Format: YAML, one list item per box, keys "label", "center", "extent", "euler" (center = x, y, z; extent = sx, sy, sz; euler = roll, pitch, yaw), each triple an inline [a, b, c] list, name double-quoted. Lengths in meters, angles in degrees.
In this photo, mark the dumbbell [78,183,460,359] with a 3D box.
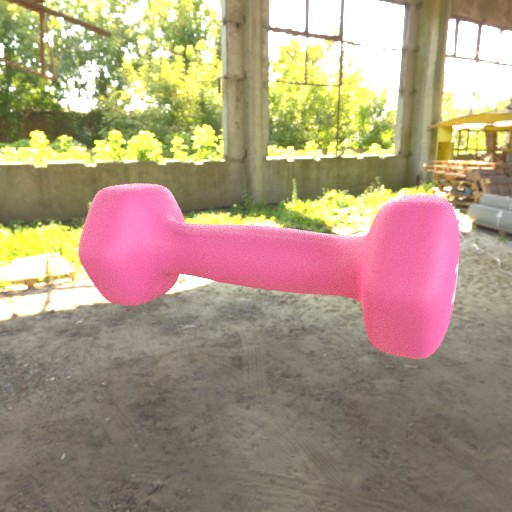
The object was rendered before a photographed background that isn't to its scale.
- label: "dumbbell"
  center: [0.000, 0.000, 0.176]
  extent: [0.146, 0.053, 0.058]
  euler: [6, 15, 25]
